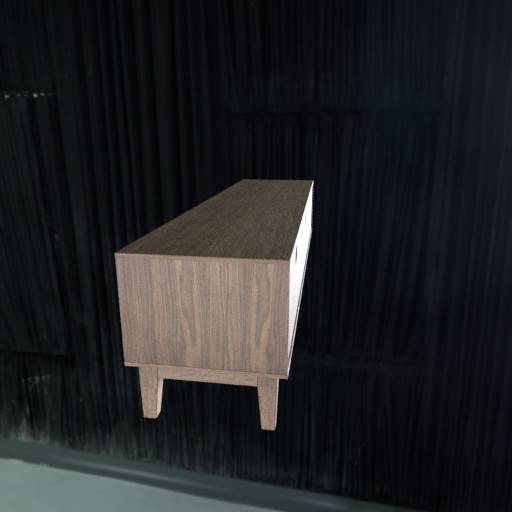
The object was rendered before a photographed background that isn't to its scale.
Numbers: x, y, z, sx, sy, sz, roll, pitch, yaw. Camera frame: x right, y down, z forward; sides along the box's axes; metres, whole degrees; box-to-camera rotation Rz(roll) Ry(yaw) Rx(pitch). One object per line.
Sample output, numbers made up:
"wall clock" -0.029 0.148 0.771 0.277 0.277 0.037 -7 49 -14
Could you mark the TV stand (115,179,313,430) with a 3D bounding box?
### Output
"TV stand" 0.000 0.000 1.655 0.366 0.409 1.482 2 16 8
